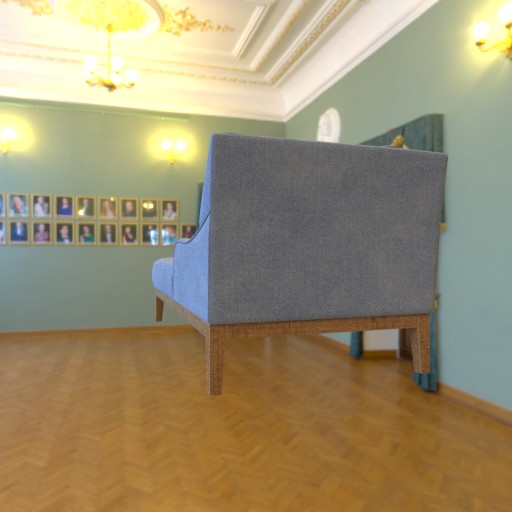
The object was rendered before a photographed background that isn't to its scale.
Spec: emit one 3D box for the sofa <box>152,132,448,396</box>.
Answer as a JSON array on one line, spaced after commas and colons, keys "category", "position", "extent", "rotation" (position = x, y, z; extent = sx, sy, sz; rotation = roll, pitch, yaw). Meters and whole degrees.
[{"category": "sofa", "position": [0.000, 0.000, 2.309], "extent": [0.904, 0.883, 1.779], "rotation": [0, 0, -19]}]
